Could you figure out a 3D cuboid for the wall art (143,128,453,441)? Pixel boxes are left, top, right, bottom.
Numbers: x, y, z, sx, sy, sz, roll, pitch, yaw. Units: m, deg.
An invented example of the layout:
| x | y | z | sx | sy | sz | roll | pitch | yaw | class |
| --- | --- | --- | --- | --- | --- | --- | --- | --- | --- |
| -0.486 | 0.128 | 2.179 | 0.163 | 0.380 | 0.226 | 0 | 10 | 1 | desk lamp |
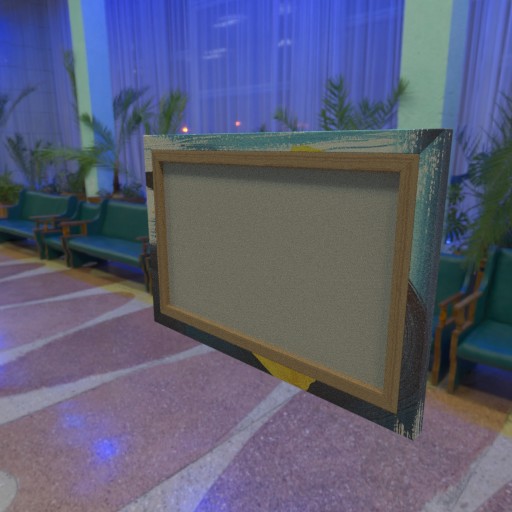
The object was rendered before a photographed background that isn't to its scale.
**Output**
| x | y | z | sx | sy | sz | roll | pitch | yaw | class |
| --- | --- | --- | --- | --- | --- | --- | --- | --- | --- |
| 0.000 | 0.000 | 1.141 | 0.914 | 0.610 | 0.039 | 13 | 19 | 42 | wall art |
